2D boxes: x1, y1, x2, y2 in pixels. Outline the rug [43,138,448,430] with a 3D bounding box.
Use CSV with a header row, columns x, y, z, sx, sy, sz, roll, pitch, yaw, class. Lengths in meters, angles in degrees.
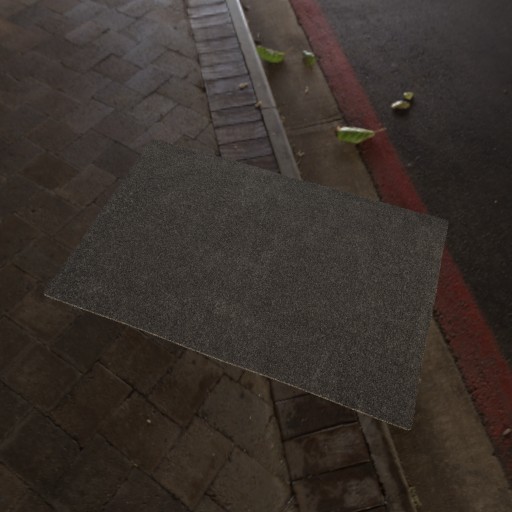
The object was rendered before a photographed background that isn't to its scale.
x,y,z,sx,sy,sz,roll,pitch,yaw,class
0.000,0.000,2.984,2.350,0.025,1.502,18,60,11,rug
